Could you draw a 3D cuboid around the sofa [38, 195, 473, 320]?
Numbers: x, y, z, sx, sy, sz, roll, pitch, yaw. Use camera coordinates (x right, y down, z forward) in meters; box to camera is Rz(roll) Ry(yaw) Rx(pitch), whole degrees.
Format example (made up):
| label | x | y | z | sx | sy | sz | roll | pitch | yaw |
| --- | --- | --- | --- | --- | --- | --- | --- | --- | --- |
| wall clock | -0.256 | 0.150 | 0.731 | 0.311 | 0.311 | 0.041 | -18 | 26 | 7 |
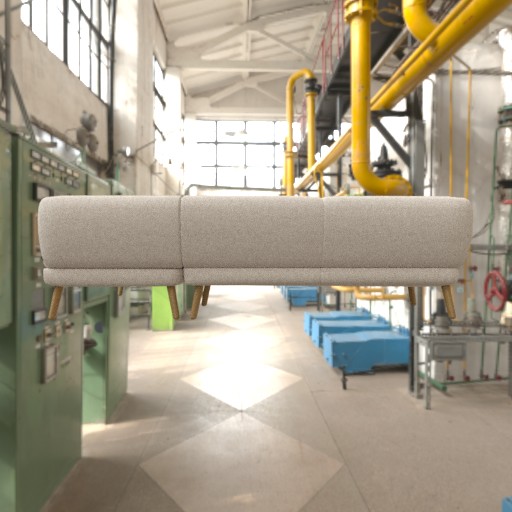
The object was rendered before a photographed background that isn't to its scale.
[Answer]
| label | x | y | z | sx | sy | sz | roll | pitch | yaw |
| --- | --- | --- | --- | --- | --- | --- | --- | --- | --- |
| sofa | 0.000 | 0.000 | 3.290 | 2.660 | 0.730 | 1.610 | 0 | 1 | -1 |
